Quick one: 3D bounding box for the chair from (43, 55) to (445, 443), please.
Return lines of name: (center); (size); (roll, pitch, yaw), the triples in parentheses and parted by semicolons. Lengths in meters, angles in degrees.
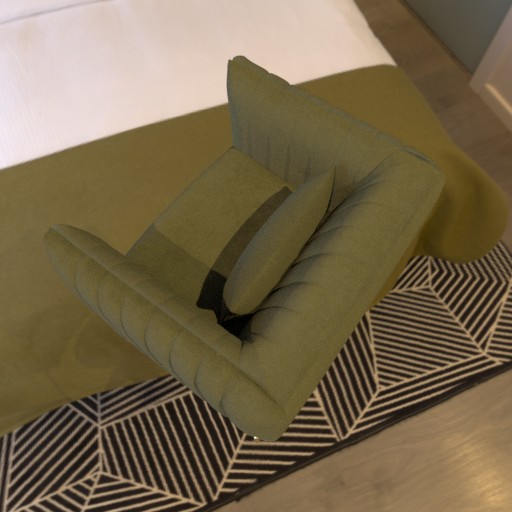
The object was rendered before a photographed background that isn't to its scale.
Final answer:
chair: (0.000, 0.000, 1.652); (0.877, 0.794, 1.032); (33, 69, 15)
